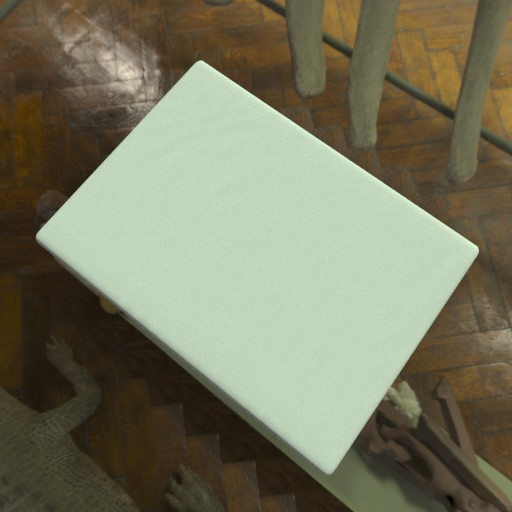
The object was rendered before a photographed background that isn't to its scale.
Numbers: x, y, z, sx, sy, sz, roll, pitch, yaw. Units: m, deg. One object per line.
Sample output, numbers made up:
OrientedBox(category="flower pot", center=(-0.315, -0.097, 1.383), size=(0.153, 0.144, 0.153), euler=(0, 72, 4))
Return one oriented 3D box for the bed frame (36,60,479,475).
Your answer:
OrientedBox(category="bed frame", center=(0.000, 0.000, 2.549), size=(1.900, 0.561, 1.400), euler=(37, 79, 9))
